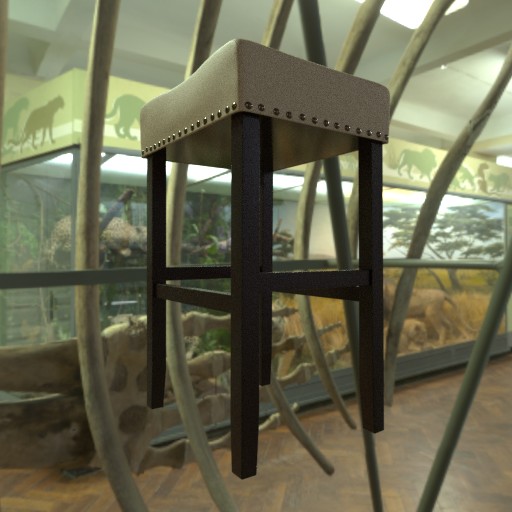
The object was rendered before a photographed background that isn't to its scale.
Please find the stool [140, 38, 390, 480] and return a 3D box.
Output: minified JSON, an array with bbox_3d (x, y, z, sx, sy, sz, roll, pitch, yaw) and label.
[{"bbox_3d":[0.000,0.000,1.044,0.401,0.762,0.471,0,0,-35],"label":"stool"}]
